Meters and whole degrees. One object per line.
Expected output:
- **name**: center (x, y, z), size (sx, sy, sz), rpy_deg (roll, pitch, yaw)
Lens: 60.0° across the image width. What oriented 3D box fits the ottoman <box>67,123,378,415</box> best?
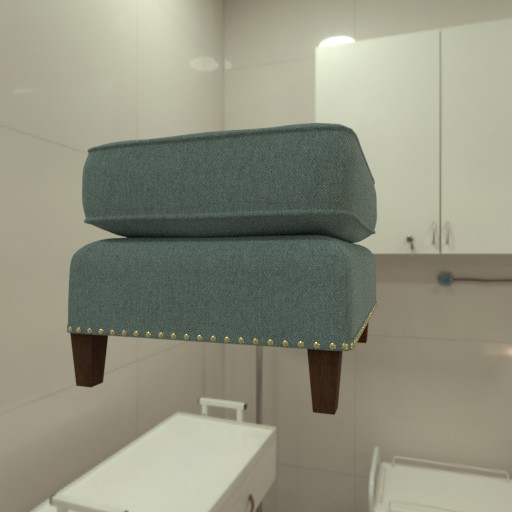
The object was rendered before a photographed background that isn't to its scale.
- **ottoman**: center (0.000, 0.000, 1.154), size (0.589, 0.537, 0.738), rpy_deg (0, 0, 18)
